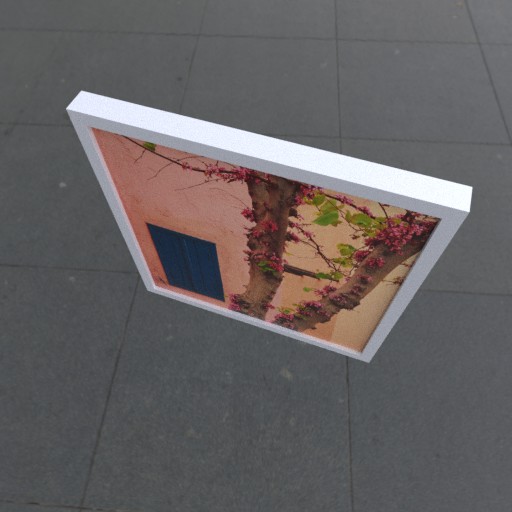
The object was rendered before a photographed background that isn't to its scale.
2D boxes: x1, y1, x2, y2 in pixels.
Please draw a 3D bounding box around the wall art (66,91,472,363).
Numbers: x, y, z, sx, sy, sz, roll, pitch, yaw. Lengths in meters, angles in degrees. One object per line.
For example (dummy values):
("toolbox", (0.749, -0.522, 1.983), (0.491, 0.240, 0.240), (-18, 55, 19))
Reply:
("wall art", (0.000, 0.000, 0.753), (0.507, 0.508, 0.038), (17, 60, 10))
